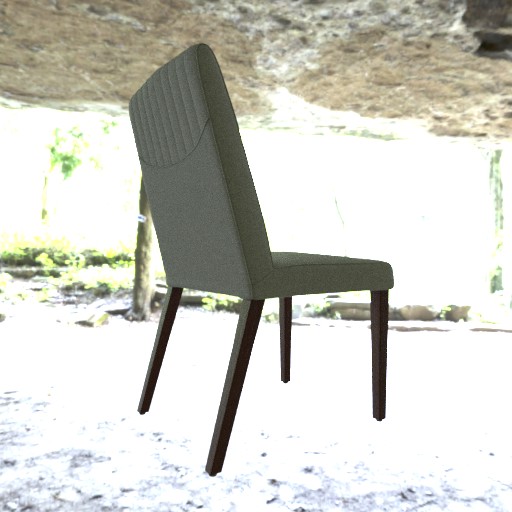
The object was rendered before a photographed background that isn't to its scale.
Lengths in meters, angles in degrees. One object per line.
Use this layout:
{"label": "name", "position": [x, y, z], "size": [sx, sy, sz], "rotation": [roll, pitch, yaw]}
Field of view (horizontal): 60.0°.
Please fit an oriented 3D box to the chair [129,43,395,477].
{"label": "chair", "position": [0.000, 0.000, 1.226], "size": [0.594, 0.900, 0.480], "rotation": [-1, 1, -34]}
